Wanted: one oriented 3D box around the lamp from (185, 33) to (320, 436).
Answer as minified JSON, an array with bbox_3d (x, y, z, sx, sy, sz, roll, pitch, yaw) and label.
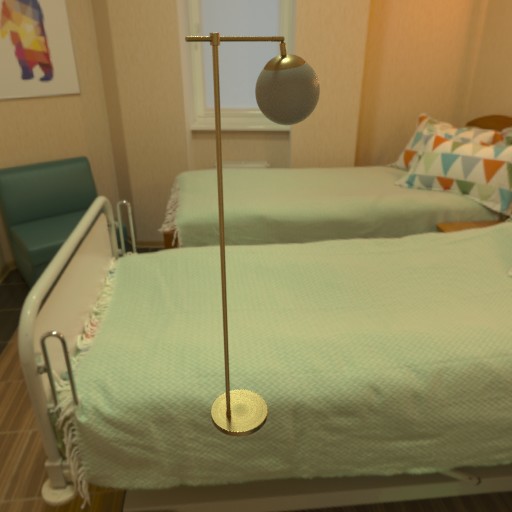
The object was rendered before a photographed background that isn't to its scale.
[{"bbox_3d":[0.000,0.000,1.676,0.476,1.505,0.249,-18,31,-32],"label":"lamp"}]
